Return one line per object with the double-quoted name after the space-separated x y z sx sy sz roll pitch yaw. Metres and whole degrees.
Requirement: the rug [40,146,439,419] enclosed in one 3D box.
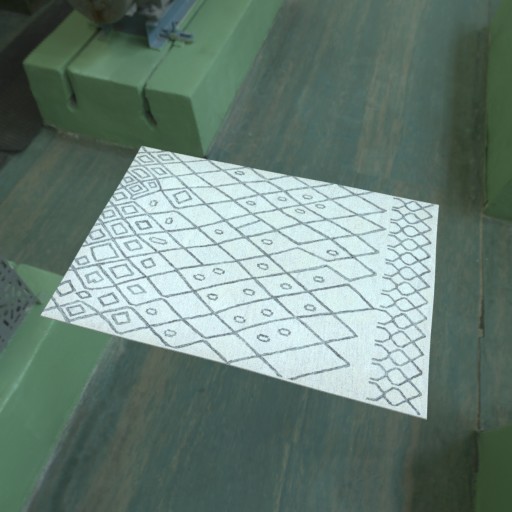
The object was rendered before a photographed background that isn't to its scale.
0.000 0.000 2.331 1.828 0.015 1.222 13 57 8 "rug"
